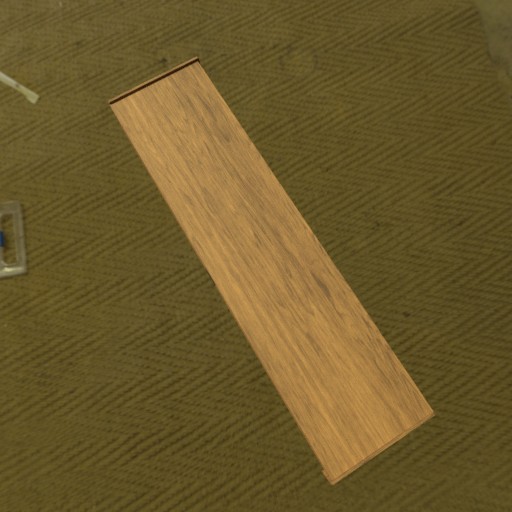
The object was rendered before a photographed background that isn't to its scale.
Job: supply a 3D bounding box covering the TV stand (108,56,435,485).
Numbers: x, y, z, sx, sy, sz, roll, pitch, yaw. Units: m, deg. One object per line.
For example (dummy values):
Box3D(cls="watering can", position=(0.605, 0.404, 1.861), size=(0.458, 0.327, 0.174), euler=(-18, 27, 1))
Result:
Box3D(cls="TV stand", position=(0.000, 0.000, 1.982), size=(0.467, 0.415, 1.796), euler=(-30, 77, -8))
